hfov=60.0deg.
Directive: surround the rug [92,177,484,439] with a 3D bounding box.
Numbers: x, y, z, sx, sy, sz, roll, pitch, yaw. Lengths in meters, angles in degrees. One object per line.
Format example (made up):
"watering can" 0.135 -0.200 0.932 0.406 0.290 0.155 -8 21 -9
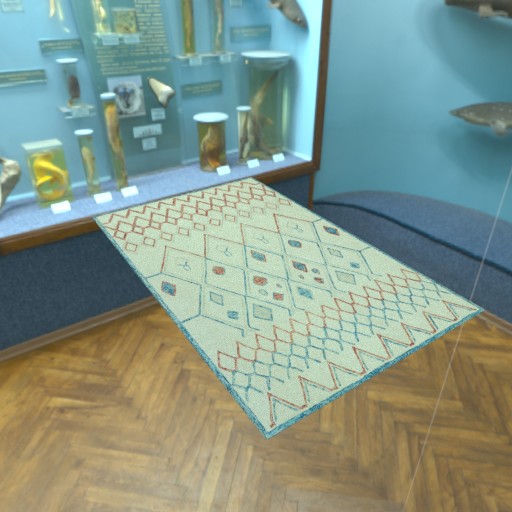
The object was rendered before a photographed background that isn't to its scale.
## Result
"rug" 0.000 0.000 3.042 1.524 0.015 2.438 -19 37 -28
